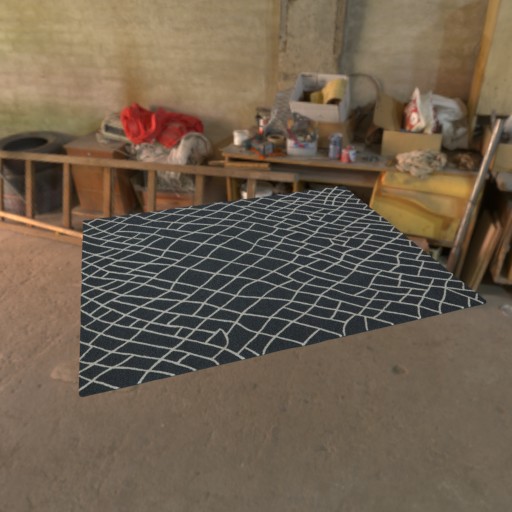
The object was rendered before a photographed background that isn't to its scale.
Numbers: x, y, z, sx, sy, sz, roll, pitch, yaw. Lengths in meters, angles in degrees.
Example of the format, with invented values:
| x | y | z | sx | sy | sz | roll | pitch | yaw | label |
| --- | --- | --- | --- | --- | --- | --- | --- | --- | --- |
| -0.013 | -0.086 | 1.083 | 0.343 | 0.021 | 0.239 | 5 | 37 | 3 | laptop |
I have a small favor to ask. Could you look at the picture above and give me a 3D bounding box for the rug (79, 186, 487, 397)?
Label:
| x | y | z | sx | sy | sz | roll | pitch | yaw | label |
| --- | --- | --- | --- | --- | --- | --- | --- | --- | --- |
| 0.000 | 0.000 | 4.067 | 3.047 | 0.022 | 2.439 | -10 | 33 | -15 | rug |
